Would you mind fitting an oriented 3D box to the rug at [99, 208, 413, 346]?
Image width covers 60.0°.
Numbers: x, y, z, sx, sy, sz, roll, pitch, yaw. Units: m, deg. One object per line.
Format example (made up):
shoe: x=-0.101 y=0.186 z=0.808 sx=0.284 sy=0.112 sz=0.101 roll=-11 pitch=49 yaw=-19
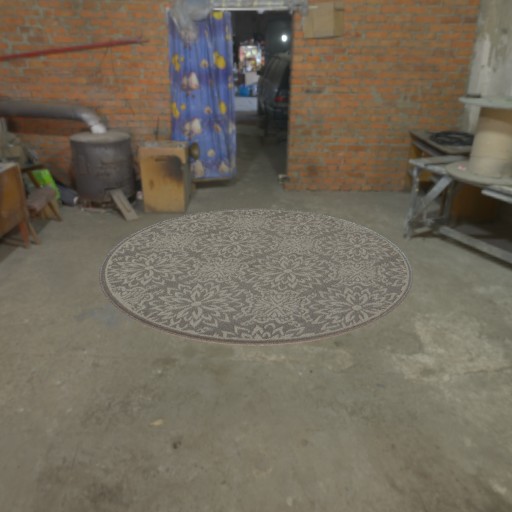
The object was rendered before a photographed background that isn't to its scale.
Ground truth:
rug: x=0.000 y=0.000 z=2.365 sx=1.593 sy=0.012 sz=1.593 roll=0 pitch=24 yaw=0
